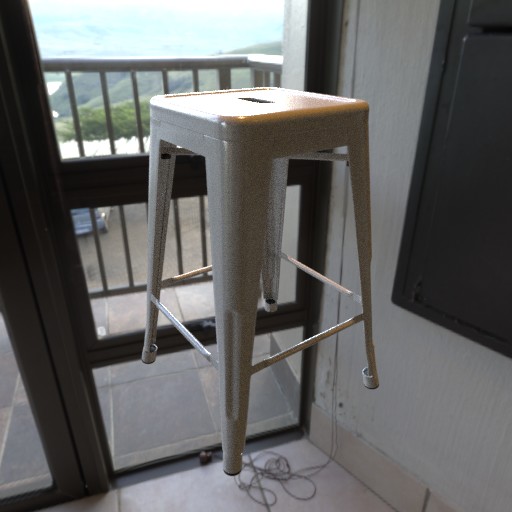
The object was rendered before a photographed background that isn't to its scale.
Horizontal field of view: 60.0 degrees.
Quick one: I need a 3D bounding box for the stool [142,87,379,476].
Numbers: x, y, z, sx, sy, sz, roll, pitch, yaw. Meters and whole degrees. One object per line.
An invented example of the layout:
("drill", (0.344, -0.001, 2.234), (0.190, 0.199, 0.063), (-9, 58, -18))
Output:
("stool", (0.000, 0.000, 0.902), (0.406, 0.610, 0.406), (-18, 32, -31))
